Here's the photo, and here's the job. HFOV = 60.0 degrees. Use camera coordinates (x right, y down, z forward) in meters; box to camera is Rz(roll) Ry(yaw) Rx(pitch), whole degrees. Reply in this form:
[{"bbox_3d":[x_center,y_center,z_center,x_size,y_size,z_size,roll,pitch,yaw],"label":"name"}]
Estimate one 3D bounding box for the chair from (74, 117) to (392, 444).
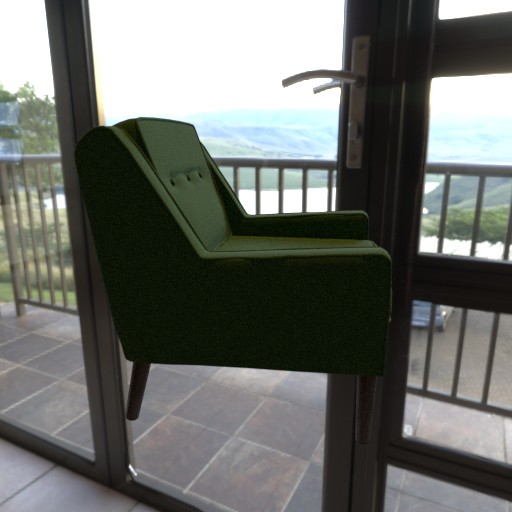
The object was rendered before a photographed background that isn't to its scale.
[{"bbox_3d":[0.000,0.000,1.332,0.743,0.792,0.663,2,15,9],"label":"chair"}]
